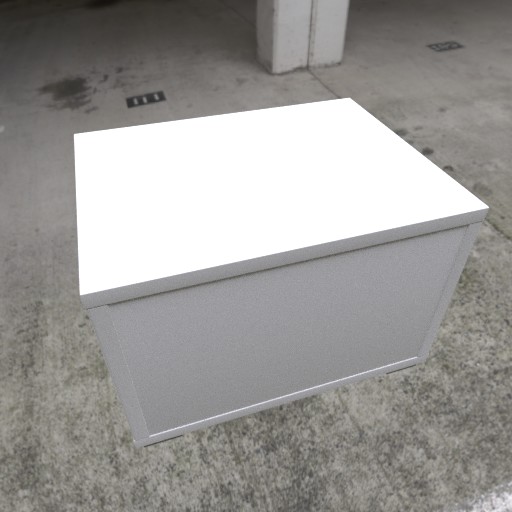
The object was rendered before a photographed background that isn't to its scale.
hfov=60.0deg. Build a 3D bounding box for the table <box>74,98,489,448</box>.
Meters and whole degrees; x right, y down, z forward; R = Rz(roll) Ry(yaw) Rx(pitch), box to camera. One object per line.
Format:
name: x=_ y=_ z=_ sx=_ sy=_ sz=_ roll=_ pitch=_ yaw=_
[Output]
table: x=0.000 y=0.000 z=0.783 sx=0.517 sy=0.357 sz=0.399 roll=-12 pitch=42 yaw=-14
